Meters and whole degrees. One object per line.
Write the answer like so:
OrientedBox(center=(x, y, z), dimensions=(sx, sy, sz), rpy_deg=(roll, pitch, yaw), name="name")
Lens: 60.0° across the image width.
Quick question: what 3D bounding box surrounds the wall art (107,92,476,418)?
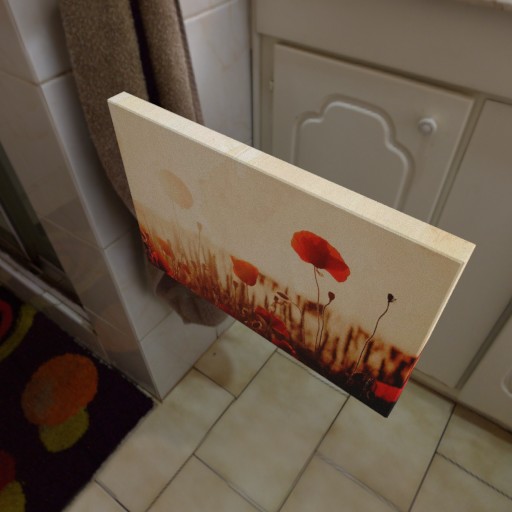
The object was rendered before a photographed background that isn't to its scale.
OrientedBox(center=(0.000, 0.000, 0.775), dimensions=(0.613, 0.402, 0.040), rpy_deg=(30, 53, 25), name="wall art")
